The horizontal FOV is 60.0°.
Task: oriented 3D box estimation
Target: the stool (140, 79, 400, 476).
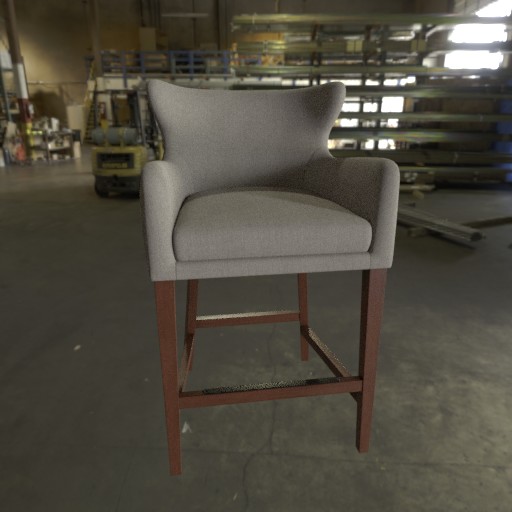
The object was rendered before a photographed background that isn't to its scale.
[{"bbox_3d":[0.000,0.000,1.267,0.575,0.951,0.575,-3,18,-9],"label":"stool"}]
